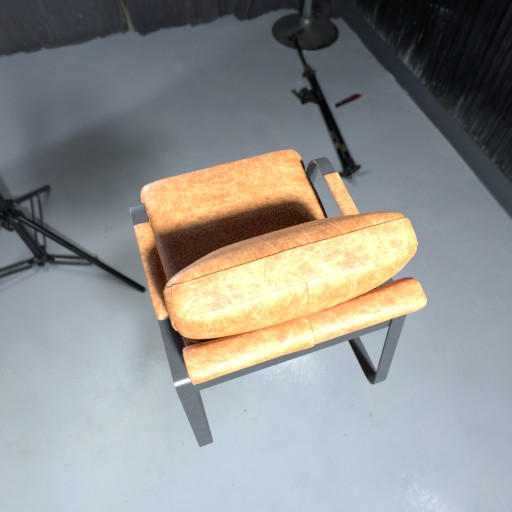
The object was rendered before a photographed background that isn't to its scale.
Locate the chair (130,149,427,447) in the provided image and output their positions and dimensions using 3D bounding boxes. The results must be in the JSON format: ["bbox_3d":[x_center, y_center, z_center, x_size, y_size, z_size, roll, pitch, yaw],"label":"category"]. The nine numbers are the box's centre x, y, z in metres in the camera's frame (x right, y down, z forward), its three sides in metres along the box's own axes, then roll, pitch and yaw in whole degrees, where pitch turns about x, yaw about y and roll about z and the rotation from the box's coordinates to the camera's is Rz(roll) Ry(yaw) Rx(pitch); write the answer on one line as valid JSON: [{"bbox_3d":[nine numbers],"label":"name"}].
[{"bbox_3d":[0.000,0.000,1.353,0.651,0.777,0.801,-16,58,-10],"label":"chair"}]
